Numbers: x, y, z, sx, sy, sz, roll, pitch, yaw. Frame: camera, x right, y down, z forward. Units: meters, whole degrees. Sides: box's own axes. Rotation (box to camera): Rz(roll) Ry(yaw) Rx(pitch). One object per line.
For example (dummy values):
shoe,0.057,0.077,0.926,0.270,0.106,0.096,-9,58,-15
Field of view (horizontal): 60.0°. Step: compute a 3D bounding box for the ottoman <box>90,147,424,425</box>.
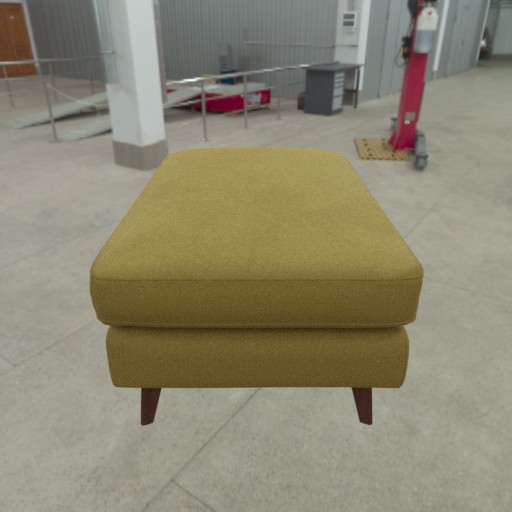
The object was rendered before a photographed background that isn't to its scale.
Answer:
ottoman,0.000,0.000,1.168,0.608,0.449,0.811,0,27,0
